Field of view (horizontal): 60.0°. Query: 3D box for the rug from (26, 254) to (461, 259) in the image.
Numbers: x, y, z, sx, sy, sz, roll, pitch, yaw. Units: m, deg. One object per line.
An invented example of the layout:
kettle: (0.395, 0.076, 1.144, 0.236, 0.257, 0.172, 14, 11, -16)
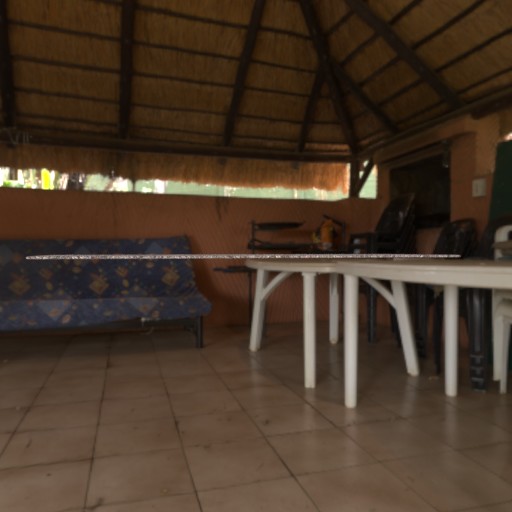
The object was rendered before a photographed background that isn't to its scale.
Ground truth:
rug: (0.000, 0.000, 2.587, 2.305, 0.013, 0.719, 0, 1, -17)
